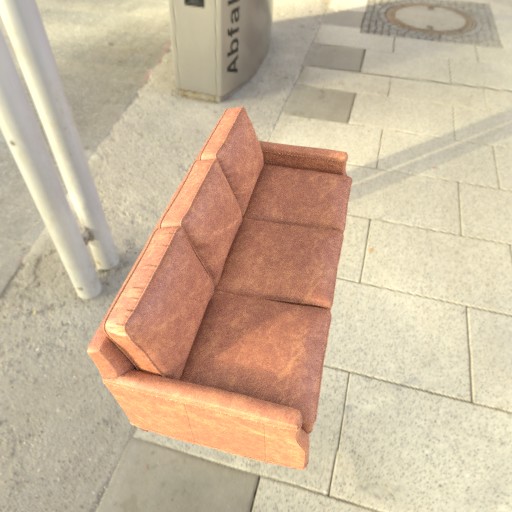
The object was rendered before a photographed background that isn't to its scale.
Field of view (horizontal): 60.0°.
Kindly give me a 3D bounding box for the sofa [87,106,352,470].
[{"bbox_3d":[0.000,0.000,2.882,1.084,1.003,2.246,10,47,9],"label":"sofa"}]
